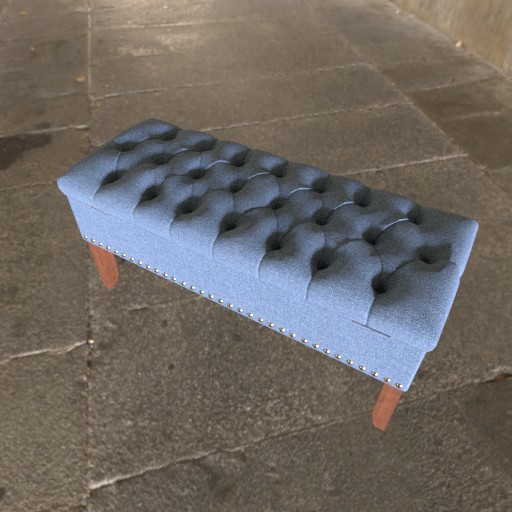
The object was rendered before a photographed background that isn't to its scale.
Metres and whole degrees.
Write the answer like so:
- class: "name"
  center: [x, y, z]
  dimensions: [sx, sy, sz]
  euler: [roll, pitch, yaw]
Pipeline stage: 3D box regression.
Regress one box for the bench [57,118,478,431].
- class: "bench"
  center: [0.000, 0.000, 1.308]
  dimensions: [1.052, 0.492, 0.417]
  euler: [23, 49, 21]
